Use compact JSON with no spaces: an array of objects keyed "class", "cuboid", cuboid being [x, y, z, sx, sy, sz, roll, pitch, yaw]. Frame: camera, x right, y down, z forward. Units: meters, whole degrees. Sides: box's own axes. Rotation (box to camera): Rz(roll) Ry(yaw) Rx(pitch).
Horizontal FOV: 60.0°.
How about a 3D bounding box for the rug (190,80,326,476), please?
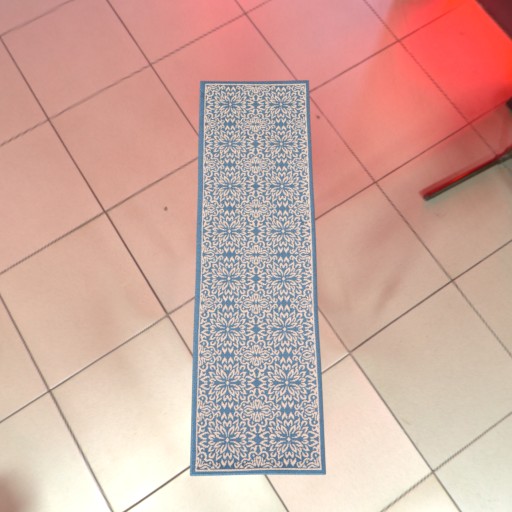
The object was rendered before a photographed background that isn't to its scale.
[{"class":"rug","cuboid":[0.000,0.000,2.419,0.662,0.011,2.196,0,76,0]}]
